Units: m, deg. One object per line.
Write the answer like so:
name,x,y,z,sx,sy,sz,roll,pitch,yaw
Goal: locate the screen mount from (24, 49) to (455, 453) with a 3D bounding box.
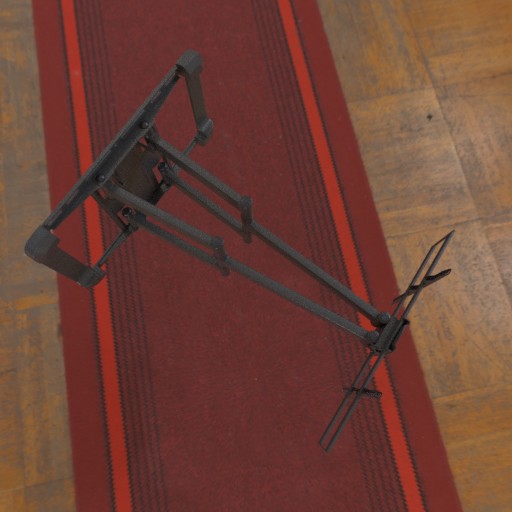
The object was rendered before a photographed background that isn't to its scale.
screen mount,0.000,0.000,1.322,0.905,0.483,0.725,32,77,8
